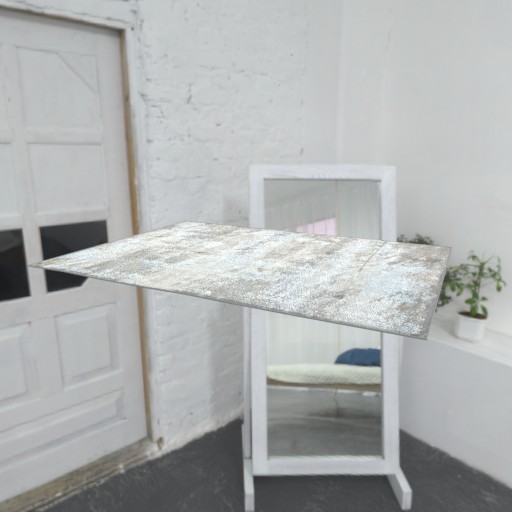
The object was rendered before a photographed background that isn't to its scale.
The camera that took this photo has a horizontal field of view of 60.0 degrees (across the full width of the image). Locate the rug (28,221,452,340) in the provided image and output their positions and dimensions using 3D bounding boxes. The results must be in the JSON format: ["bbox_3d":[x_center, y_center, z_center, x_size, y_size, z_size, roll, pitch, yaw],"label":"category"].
[{"bbox_3d":[0.000,0.000,4.212,3.307,0.013,2.393,7,17,25],"label":"rug"}]
